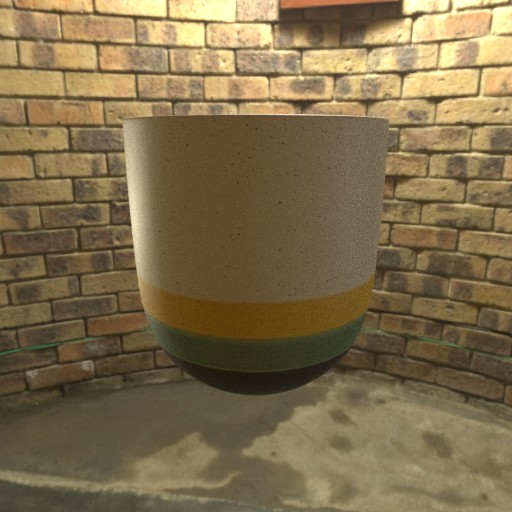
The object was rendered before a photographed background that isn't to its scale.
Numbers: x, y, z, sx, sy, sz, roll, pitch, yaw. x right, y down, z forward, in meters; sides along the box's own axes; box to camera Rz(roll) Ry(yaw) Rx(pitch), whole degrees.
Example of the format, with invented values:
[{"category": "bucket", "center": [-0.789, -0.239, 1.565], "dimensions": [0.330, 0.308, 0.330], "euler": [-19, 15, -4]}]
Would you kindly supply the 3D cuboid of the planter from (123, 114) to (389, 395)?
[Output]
[{"category": "planter", "center": [0.000, 0.000, 0.365], "dimensions": [0.195, 0.214, 0.195], "euler": [0, 15, 0]}]
